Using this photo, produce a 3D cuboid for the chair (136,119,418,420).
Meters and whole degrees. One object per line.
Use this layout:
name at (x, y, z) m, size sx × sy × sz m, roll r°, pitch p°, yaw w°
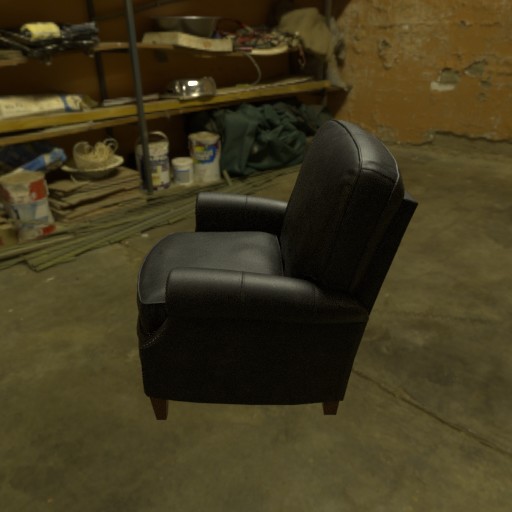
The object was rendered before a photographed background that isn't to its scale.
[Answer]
chair at (0.000, 0.000, 1.785) m, size 0.986 × 1.018 × 0.936 m, roll 0°, pitch 26°, yaw 0°
